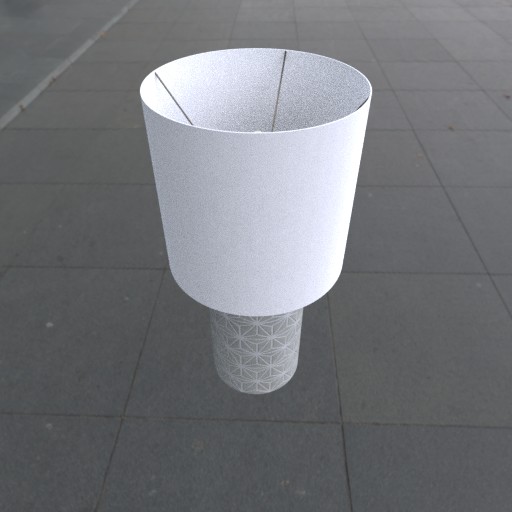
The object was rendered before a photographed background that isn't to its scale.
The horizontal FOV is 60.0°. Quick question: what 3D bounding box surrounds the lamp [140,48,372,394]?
[{"bbox_3d":[0.000,0.000,0.537,0.206,0.416,0.206,11,42,13],"label":"lamp"}]
